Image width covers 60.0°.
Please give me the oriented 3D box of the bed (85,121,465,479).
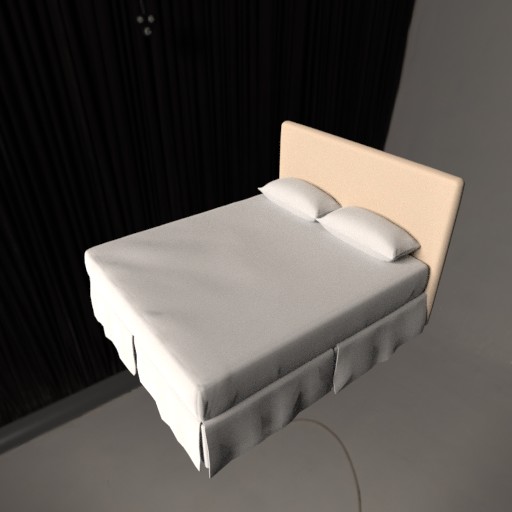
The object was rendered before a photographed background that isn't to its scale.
[{"bbox_3d":[0.000,0.000,3.333,2.142,1.330,1.884,-22,38,-31],"label":"bed"}]
